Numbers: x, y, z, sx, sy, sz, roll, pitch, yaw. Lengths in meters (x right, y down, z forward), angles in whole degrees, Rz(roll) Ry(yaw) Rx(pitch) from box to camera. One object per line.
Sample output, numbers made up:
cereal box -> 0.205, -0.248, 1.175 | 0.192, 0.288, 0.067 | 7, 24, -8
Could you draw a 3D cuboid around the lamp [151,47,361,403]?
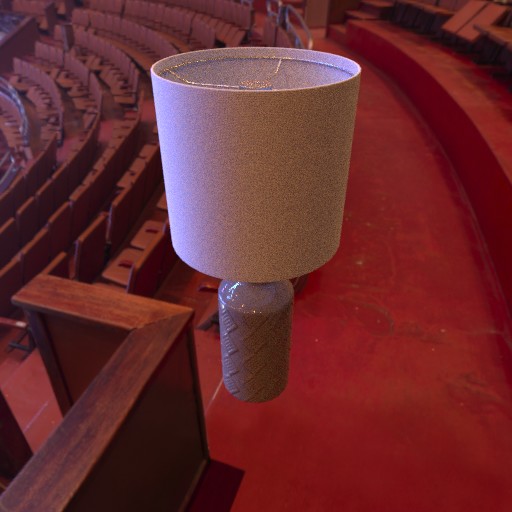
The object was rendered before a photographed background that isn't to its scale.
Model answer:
lamp -> 0.000, 0.000, 0.571 | 0.207, 0.461, 0.207 | 10, 35, 15
